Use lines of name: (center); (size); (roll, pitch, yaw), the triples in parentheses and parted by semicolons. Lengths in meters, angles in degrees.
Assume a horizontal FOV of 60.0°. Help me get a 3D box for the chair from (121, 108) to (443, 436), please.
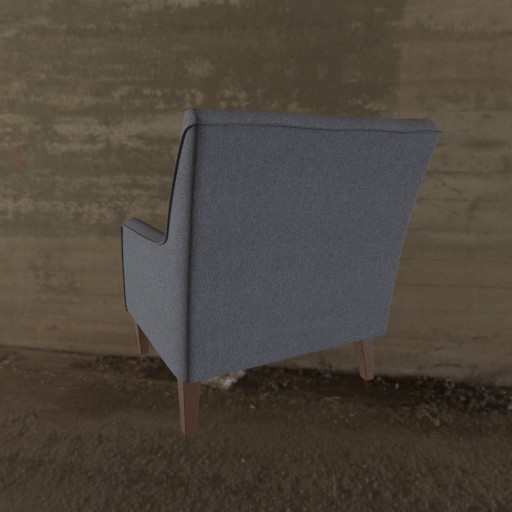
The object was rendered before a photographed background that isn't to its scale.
chair: (0.000, 0.000, 1.589); (0.780, 0.919, 0.899); (-7, 15, -27)
